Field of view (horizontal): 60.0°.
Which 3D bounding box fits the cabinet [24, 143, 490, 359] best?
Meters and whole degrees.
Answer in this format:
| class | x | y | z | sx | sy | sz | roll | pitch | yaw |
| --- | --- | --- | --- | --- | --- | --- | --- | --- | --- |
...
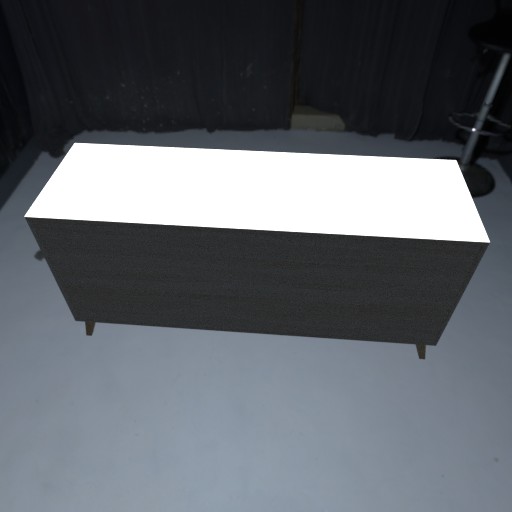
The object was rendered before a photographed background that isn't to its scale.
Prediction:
| class | x | y | z | sx | sy | sz | roll | pitch | yaw |
| --- | --- | --- | --- | --- | --- | --- | --- | --- | --- |
| cabinet | 0.000 | 0.000 | 2.017 | 1.649 | 0.780 | 0.500 | 3 | 46 | 3 |
